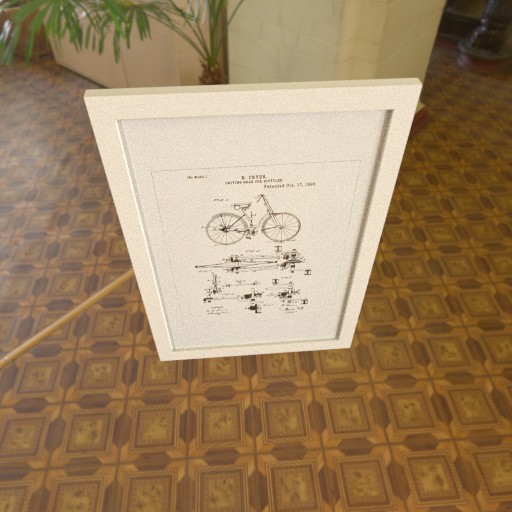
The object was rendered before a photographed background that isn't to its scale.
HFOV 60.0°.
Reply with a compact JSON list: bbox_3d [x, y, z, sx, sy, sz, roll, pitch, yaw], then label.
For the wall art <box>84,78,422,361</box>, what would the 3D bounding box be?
[{"bbox_3d":[0.000,0.000,0.607,0.332,0.477,0.015,-3,46,-3],"label":"wall art"}]
